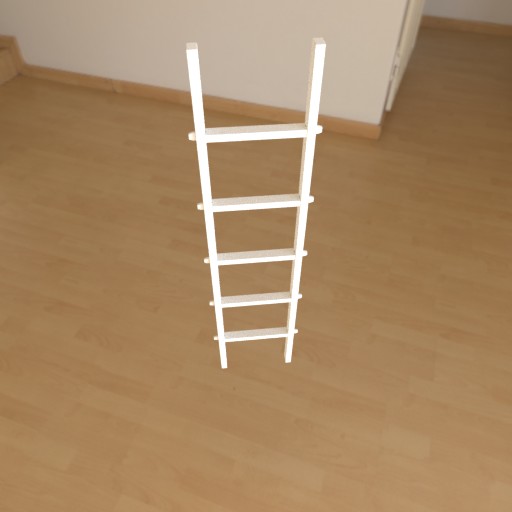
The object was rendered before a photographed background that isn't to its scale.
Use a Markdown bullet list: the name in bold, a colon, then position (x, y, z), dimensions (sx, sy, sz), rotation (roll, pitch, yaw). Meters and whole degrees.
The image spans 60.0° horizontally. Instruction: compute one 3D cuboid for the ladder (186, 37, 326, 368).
- **ladder**: position (0.000, 0.000, 1.939), dimensions (0.452, 1.797, 0.051), rotation (-4, 47, -4)
